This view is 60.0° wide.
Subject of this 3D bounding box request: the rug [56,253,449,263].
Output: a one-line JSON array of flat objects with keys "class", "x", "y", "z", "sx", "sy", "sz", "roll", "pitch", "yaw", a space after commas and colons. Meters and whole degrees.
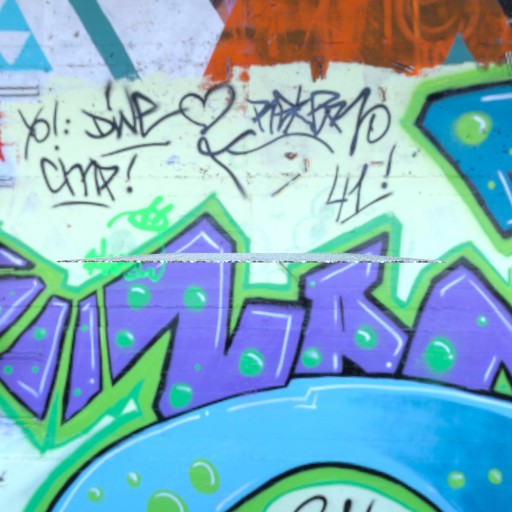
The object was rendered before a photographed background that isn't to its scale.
[{"class": "rug", "x": 0.000, "y": 0.000, "z": 2.278, "sx": 1.247, "sy": 0.008, "sz": 1.802, "roll": 0, "pitch": 1, "yaw": 1}]
